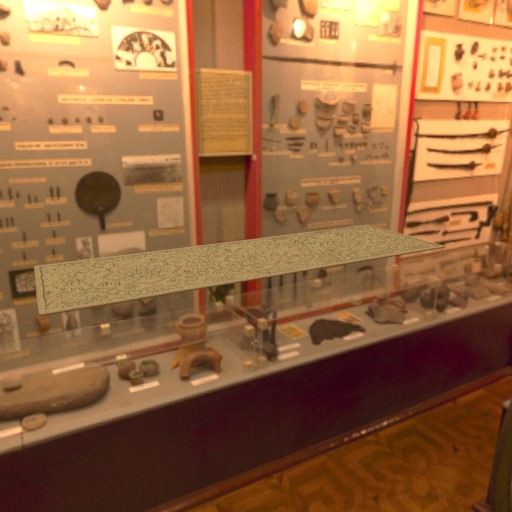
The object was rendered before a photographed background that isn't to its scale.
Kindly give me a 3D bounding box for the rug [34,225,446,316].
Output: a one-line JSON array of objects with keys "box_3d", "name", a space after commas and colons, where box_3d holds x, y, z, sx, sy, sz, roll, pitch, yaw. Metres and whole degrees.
[{"box_3d": [0.000, 0.000, 2.725, 2.448, 0.012, 0.769, -8, 18, -26], "name": "rug"}]
